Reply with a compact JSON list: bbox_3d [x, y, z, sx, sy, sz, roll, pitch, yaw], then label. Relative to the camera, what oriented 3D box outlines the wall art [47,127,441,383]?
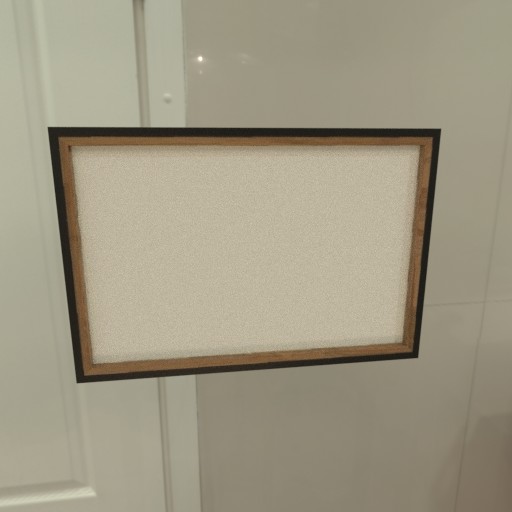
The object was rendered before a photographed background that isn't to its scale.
[{"bbox_3d":[0.000,0.000,0.802,0.659,0.446,0.022,-2,15,-8],"label":"wall art"}]
